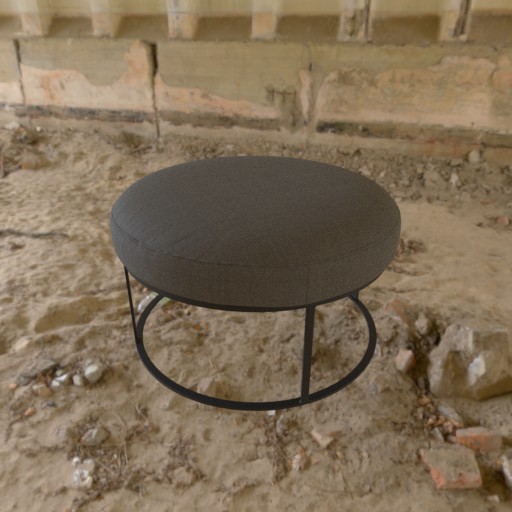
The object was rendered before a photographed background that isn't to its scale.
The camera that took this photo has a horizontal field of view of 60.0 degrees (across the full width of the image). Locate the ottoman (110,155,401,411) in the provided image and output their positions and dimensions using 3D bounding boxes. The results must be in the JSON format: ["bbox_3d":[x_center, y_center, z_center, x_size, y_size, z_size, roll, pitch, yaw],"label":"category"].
[{"bbox_3d":[0.000,0.000,1.279,0.772,0.460,0.772,0,27,0],"label":"ottoman"}]
